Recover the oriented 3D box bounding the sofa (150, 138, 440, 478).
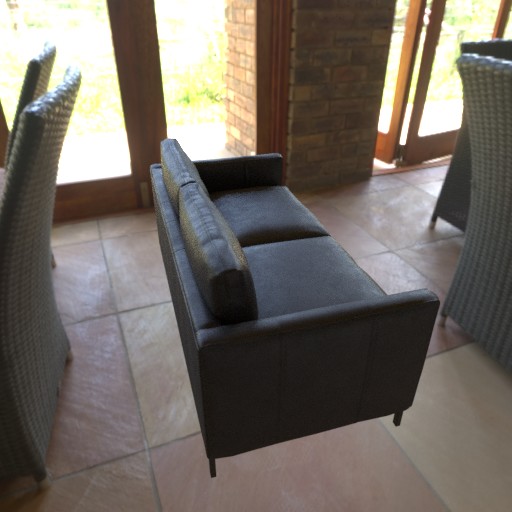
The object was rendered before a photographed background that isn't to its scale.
[{"bbox_3d":[0.000,0.000,2.285,0.947,0.883,1.805,-10,32,-16],"label":"sofa"}]
